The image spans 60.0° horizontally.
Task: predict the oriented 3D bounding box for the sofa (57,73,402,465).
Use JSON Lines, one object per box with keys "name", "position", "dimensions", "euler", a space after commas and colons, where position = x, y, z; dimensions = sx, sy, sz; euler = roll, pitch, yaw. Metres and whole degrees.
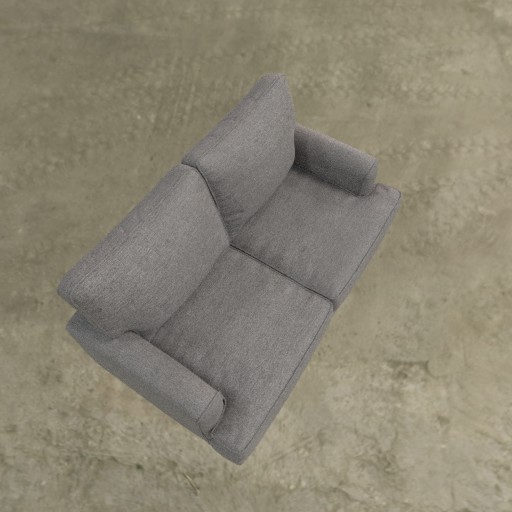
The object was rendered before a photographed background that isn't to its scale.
{"name": "sofa", "position": [0.000, 0.000, 2.222], "dimensions": [0.965, 0.965, 1.651], "euler": [29, 63, 16]}
